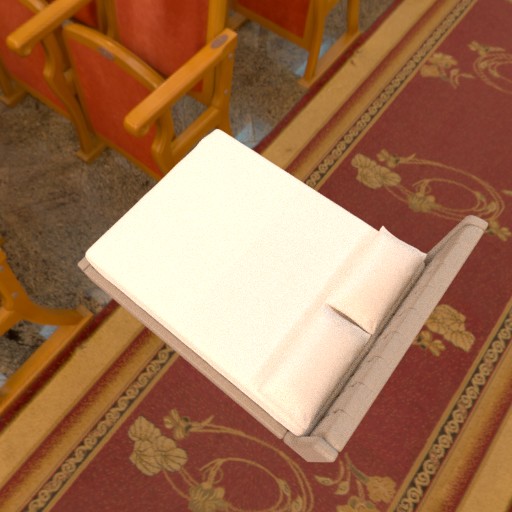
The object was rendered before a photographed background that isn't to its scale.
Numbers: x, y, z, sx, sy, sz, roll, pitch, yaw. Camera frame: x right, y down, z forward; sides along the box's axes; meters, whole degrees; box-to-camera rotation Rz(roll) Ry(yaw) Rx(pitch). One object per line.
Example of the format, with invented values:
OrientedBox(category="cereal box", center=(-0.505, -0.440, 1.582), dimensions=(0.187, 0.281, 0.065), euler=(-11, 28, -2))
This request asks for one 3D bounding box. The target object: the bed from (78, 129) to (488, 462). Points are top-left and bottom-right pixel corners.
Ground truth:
OrientedBox(category="bed", center=(0.000, 0.000, 3.151), dimensions=(2.232, 1.147, 1.656), euler=(36, 70, 15))
